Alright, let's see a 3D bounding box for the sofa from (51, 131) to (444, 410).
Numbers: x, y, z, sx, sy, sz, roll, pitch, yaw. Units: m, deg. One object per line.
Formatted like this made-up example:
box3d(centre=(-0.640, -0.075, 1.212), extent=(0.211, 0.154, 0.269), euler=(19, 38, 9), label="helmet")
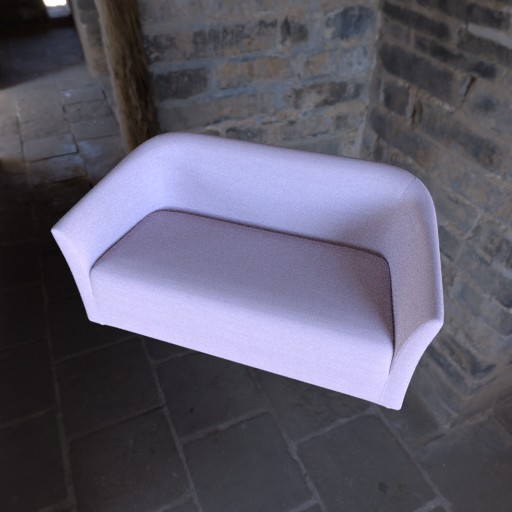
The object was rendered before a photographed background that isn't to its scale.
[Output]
box3d(centre=(0.000, 0.000, 1.919), extent=(1.452, 0.721, 0.705), euler=(13, 43, 14), label="sofa")
